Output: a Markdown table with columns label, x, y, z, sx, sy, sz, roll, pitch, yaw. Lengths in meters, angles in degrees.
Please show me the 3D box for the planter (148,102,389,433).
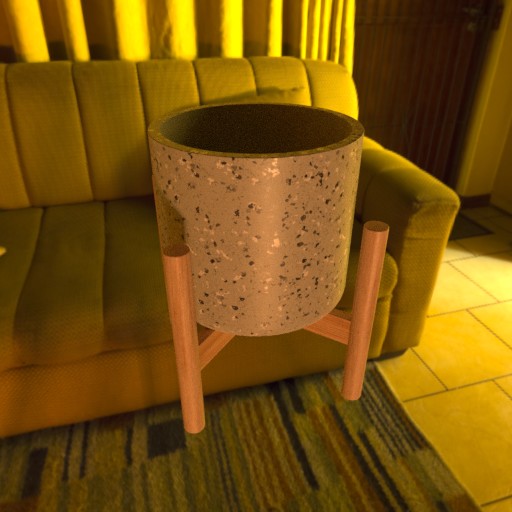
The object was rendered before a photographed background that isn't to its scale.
| label | x | y | z | sx | sy | sz | roll | pitch | yaw |
| --- | --- | --- | --- | --- | --- | --- | --- | --- | --- |
| planter | 0.000 | 0.000 | 0.545 | 0.284 | 0.320 | 0.284 | -21 | 36 | -31 |
